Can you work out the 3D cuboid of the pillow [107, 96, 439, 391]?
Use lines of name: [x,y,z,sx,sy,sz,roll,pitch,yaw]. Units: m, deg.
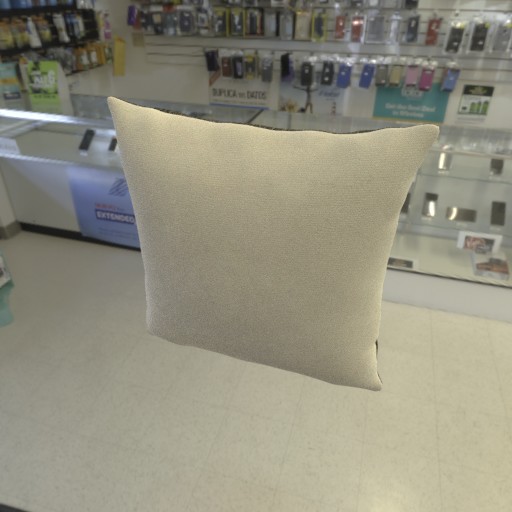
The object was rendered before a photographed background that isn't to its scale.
pillow: [0.000,0.000,0.665,0.433,0.434,0.196,10,34,16]
